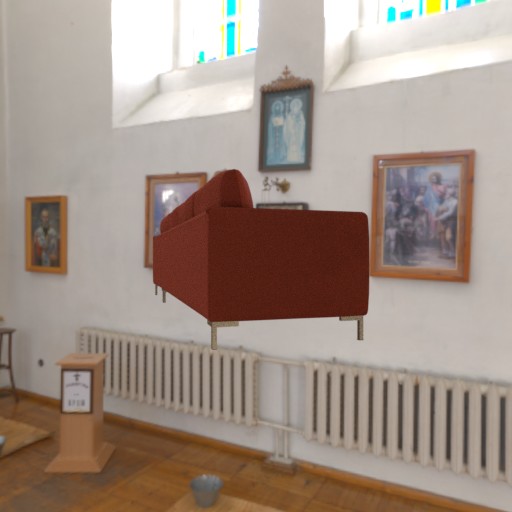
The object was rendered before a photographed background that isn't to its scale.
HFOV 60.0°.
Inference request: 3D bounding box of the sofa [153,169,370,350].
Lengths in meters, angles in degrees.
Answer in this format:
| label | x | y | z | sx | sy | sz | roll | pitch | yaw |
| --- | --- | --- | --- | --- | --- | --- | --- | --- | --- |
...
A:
| label | x | y | z | sx | sy | sz | roll | pitch | yaw |
| --- | --- | --- | --- | --- | --- | --- | --- | --- | --- |
| sofa | 0.000 | 0.000 | 3.455 | 1.350 | 0.810 | 2.932 | 0 | 0 | -18 |
